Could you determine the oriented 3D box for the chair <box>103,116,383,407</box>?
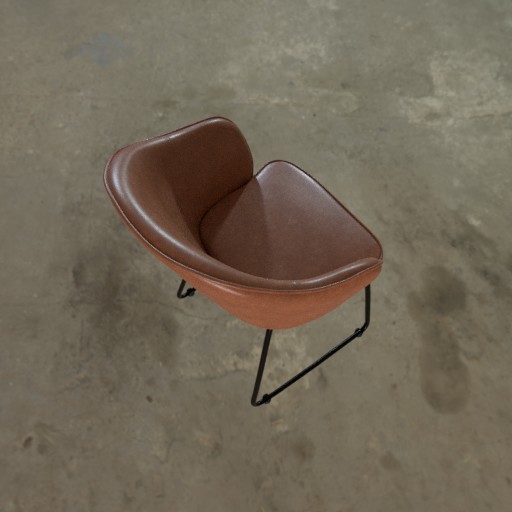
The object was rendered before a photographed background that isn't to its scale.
[{"bbox_3d":[0.000,0.000,1.183,0.580,0.785,0.582,-32,62,-19],"label":"chair"}]
